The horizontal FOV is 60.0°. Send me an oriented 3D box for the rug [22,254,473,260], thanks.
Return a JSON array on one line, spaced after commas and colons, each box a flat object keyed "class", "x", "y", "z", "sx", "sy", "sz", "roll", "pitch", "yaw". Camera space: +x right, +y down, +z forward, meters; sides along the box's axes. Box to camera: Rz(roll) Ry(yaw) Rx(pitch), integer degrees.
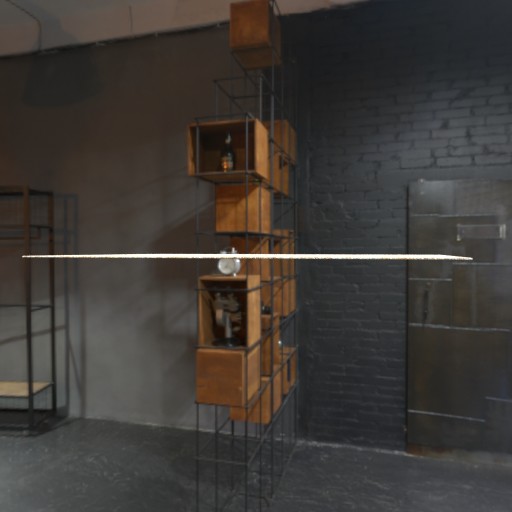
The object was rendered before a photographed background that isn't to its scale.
[{"class": "rug", "x": 0.000, "y": 0.000, "z": 2.993, "sx": 2.446, "sy": 0.009, "sz": 1.529, "roll": 0, "pitch": 1, "yaw": 18}]
